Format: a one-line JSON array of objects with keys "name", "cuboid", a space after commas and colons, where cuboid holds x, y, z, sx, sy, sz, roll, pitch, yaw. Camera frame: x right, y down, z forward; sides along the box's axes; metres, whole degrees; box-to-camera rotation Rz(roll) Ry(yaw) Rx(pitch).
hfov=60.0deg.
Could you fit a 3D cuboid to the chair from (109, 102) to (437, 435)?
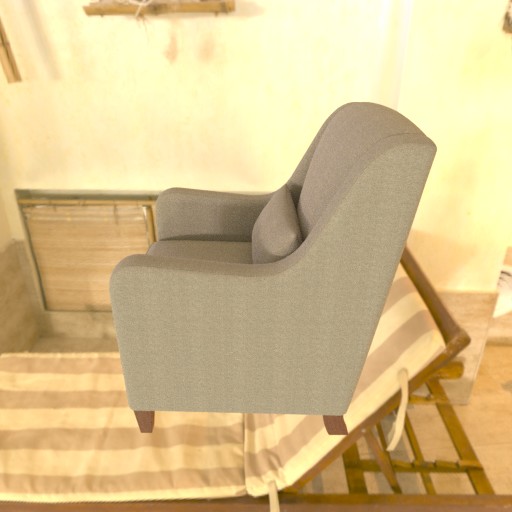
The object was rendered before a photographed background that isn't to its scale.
[{"name": "chair", "cuboid": [0.000, 0.000, 1.586, 0.890, 1.017, 0.715, 0, 26, 0]}]
